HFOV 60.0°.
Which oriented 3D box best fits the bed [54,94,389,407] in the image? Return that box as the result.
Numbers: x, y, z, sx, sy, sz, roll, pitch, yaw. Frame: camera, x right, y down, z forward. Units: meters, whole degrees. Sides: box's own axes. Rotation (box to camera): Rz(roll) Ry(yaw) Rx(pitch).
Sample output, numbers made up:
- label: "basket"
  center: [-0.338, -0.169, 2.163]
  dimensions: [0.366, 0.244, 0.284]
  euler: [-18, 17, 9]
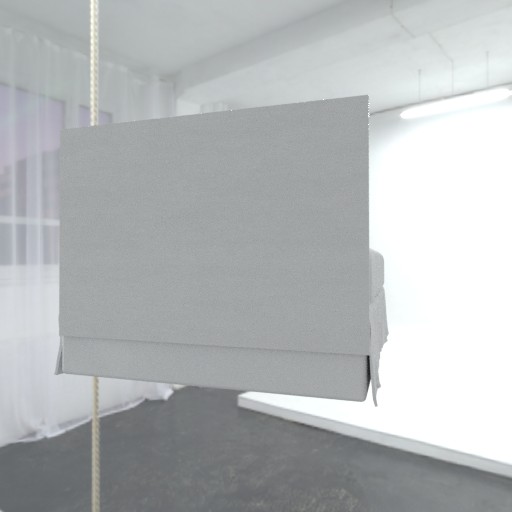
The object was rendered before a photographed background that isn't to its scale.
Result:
- label: "bed"
  center: [0.000, 0.000, 3.121]
  dimensions: [1.745, 1.335, 2.094]
  euler: [0, -1, 18]
